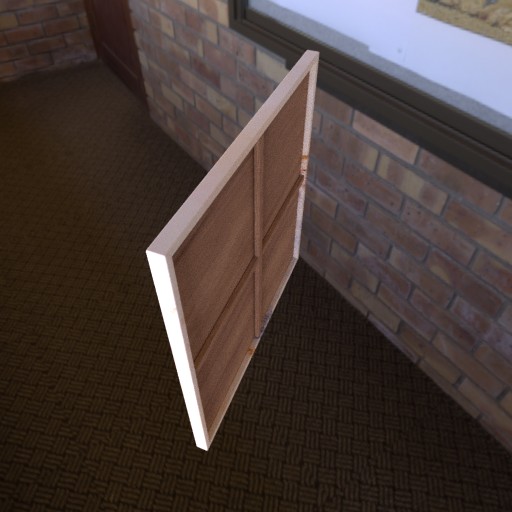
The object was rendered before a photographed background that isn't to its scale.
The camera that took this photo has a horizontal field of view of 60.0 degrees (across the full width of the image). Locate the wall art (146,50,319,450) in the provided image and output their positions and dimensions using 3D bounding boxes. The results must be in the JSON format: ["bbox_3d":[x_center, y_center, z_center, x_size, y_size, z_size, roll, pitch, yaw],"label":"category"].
[{"bbox_3d":[0.000,0.000,1.346,0.038,0.889,0.889,17,49,15],"label":"wall art"}]
